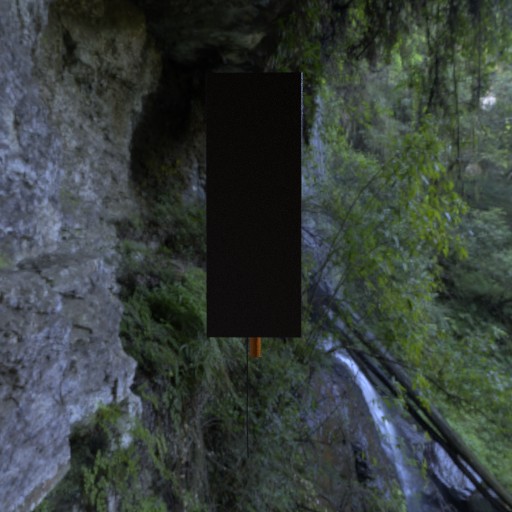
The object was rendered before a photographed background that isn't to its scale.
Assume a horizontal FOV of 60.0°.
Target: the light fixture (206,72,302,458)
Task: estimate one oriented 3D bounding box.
[{"bbox_3d":[0.000,0.000,0.957,0.162,0.715,0.499,0,1,1],"label":"light fixture"}]
